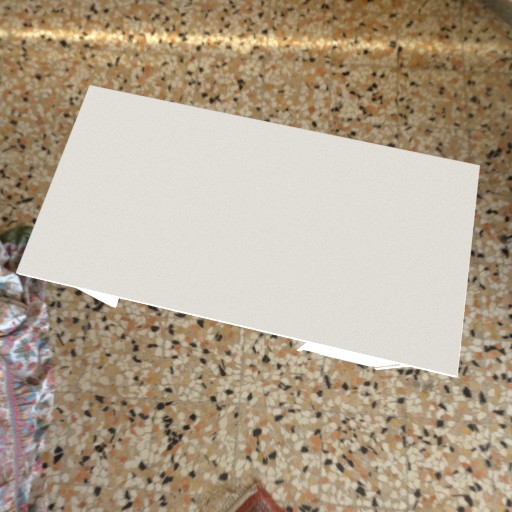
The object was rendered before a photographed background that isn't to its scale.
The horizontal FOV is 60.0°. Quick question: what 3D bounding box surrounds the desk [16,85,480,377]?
[{"bbox_3d":[0.000,0.000,1.497,1.097,0.735,0.560,13,75,4],"label":"desk"}]
